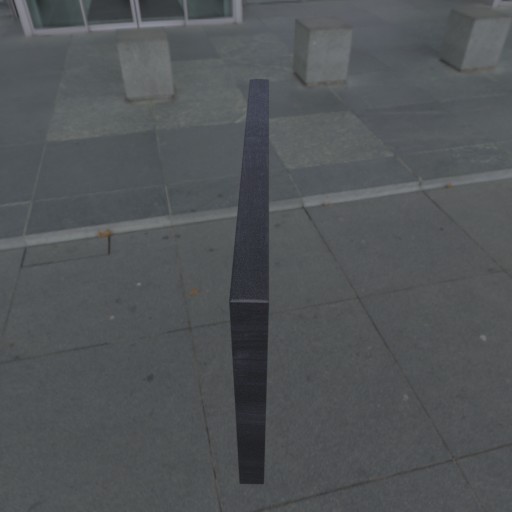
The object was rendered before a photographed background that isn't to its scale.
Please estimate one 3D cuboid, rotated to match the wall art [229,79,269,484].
[{"bbox_3d":[0.000,0.000,0.783,0.038,0.409,0.610,1,40,1],"label":"wall art"}]
